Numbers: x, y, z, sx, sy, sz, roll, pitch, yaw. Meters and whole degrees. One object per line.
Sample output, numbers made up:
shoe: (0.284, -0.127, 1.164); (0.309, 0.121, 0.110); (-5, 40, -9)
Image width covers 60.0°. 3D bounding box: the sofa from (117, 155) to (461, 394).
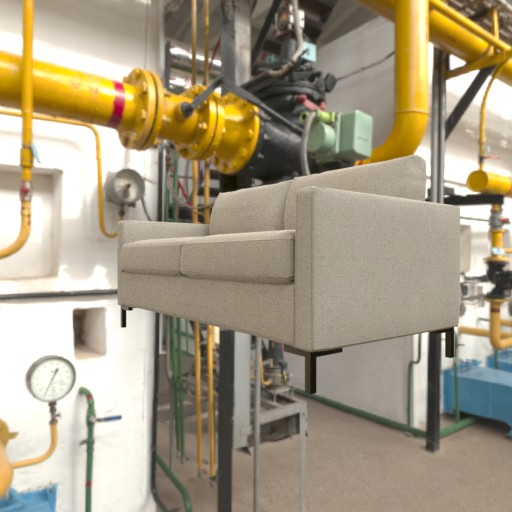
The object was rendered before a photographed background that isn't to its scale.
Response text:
sofa: (0.000, 0.000, 2.213); (0.875, 0.840, 1.682); (0, 0, -37)
